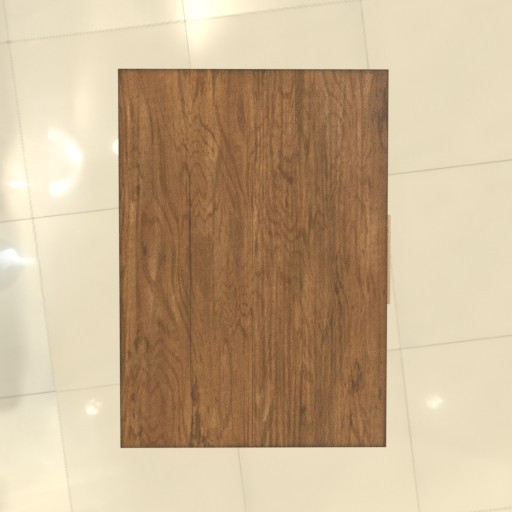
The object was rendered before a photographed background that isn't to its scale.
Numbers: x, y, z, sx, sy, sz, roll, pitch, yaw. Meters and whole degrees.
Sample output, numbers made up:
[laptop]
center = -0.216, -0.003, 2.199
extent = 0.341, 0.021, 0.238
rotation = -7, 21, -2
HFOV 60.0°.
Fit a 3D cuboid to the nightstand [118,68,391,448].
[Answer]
[nightstand]
center = 0.000, 0.000, 1.017
extent = 0.446, 0.610, 0.610
rotation = 0, 91, 0
